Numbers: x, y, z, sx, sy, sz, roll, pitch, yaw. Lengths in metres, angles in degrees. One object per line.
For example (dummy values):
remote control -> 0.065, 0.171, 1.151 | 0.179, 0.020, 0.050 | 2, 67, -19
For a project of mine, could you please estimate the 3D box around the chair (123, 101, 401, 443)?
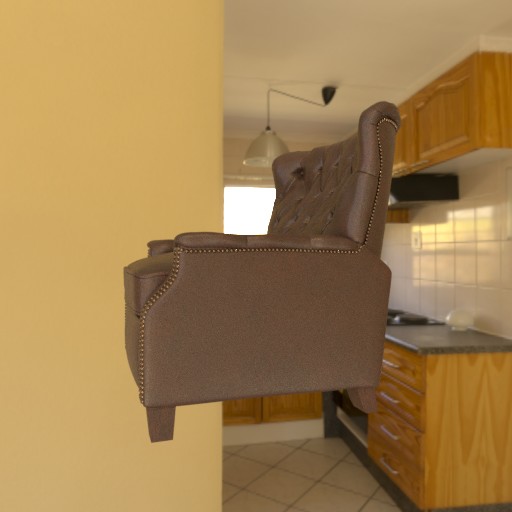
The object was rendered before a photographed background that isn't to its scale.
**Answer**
chair -> 0.000, 0.000, 1.460 | 0.823, 0.864, 0.709 | 0, 0, -20
